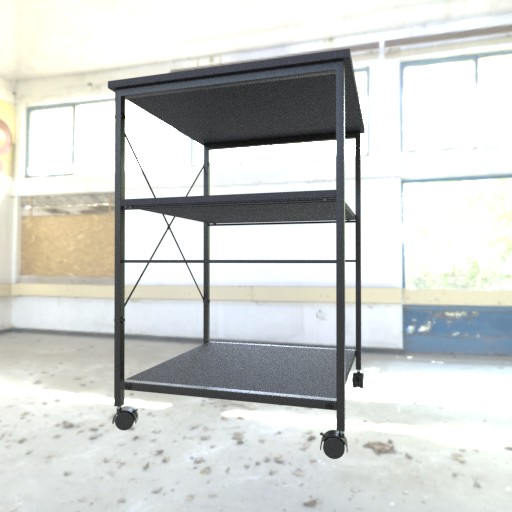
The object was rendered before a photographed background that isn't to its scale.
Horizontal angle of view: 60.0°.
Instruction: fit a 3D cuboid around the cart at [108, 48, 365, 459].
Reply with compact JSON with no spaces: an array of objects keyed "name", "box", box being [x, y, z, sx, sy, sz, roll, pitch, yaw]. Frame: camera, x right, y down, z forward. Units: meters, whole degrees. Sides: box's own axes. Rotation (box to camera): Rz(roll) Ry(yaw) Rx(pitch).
[{"name":"cart","box":[0.000,0.000,1.140,0.520,0.762,0.521,0,-1,17]}]
